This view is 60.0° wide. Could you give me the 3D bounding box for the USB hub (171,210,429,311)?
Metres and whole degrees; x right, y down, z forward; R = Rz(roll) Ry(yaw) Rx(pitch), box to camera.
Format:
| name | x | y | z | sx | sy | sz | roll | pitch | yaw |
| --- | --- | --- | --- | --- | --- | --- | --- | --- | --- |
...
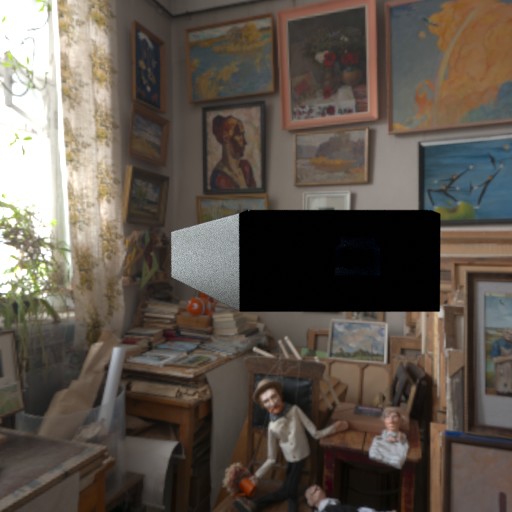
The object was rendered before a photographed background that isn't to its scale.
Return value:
| name | x | y | z | sx | sy | sz | roll | pitch | yaw |
| --- | --- | --- | --- | --- | --- | --- | --- | --- | --- |
| USB hub | 0.000 | 0.000 | 0.161 | 0.044 | 0.023 | 0.145 | 0 | 1 | -18 |
